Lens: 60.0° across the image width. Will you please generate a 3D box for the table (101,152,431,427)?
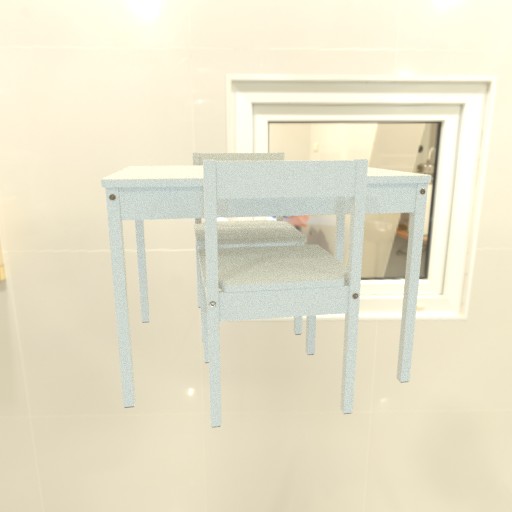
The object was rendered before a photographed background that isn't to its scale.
[{"bbox_3d":[0.000,0.000,1.130,0.650,0.503,0.672,-2,14,-9],"label":"table"}]
